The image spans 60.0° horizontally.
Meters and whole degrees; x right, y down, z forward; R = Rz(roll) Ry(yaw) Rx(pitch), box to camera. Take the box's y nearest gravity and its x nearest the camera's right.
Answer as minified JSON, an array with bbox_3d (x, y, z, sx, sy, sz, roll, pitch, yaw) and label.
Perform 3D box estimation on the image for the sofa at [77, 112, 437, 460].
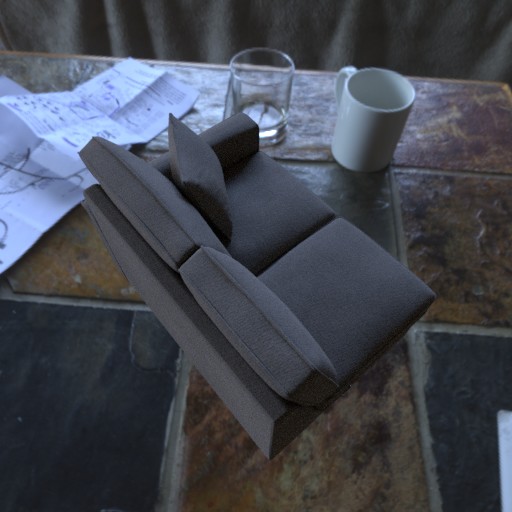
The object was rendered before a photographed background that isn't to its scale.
[{"bbox_3d":[0.000,0.000,2.064,0.991,0.989,1.388,-35,64,-20],"label":"sofa"}]
